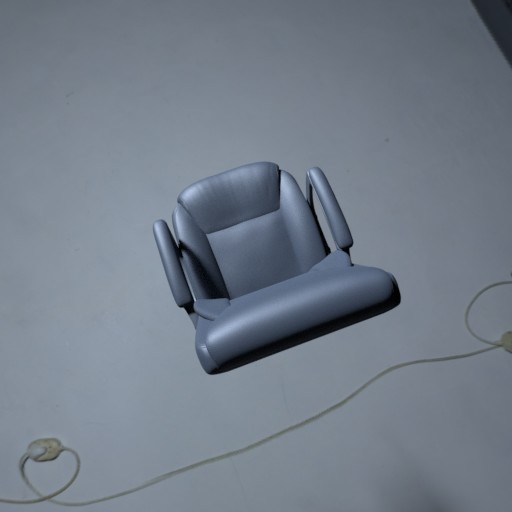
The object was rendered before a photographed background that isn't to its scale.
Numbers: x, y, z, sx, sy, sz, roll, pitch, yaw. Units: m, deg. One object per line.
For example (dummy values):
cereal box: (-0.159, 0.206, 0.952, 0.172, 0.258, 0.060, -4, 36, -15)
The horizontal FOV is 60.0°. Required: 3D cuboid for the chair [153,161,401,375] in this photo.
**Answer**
chair: (0.000, 0.000, 1.489, 0.615, 1.072, 0.655, -19, 77, -5)
